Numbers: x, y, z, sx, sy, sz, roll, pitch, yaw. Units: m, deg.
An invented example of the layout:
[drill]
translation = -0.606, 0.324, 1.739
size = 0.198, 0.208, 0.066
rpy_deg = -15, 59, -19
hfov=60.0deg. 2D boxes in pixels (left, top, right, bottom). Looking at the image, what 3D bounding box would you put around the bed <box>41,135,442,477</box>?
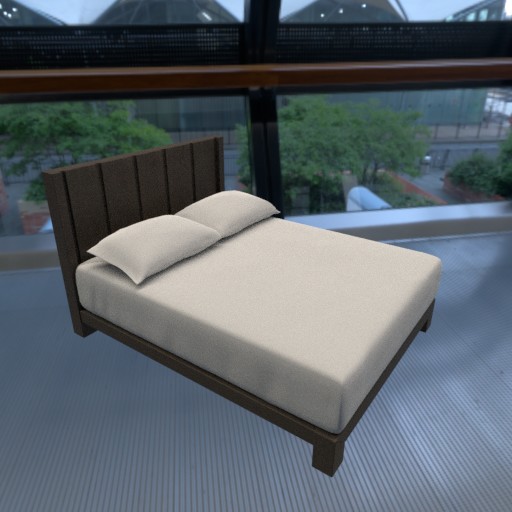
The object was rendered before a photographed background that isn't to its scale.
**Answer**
[bed]
translation = 0.000, 0.000, 3.224
size = 2.242, 1.270, 1.727
rpy_deg = 17, 29, 32
